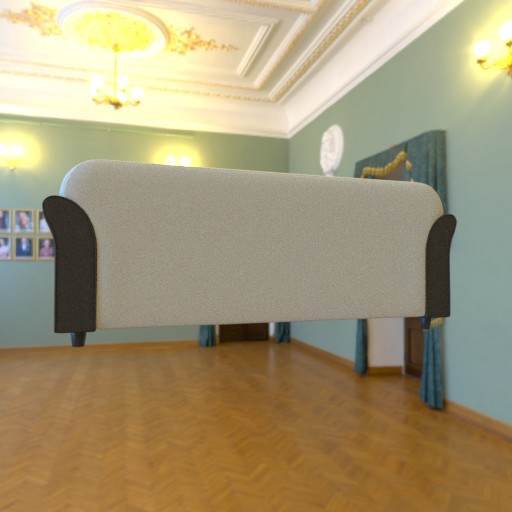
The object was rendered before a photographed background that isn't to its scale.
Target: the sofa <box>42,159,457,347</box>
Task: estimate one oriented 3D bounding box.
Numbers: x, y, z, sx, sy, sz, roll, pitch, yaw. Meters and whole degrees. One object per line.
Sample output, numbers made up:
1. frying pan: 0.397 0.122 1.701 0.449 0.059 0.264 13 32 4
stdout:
1. sofa: 0.000 0.000 2.391 2.001 0.787 0.755 1 -2 -18
